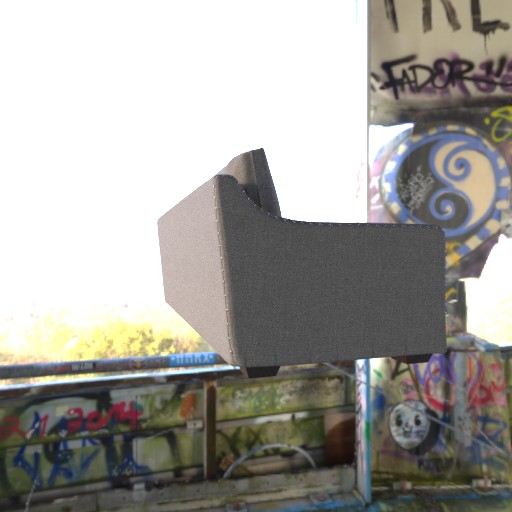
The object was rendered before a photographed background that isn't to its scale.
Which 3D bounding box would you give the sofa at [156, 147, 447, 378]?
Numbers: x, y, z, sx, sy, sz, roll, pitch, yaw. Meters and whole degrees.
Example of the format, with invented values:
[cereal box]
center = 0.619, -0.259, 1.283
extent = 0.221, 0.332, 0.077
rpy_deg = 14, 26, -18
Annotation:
[sofa]
center = 0.000, 0.000, 2.697
extent = 1.000, 0.857, 2.208
rpy_deg = 0, 1, -18
